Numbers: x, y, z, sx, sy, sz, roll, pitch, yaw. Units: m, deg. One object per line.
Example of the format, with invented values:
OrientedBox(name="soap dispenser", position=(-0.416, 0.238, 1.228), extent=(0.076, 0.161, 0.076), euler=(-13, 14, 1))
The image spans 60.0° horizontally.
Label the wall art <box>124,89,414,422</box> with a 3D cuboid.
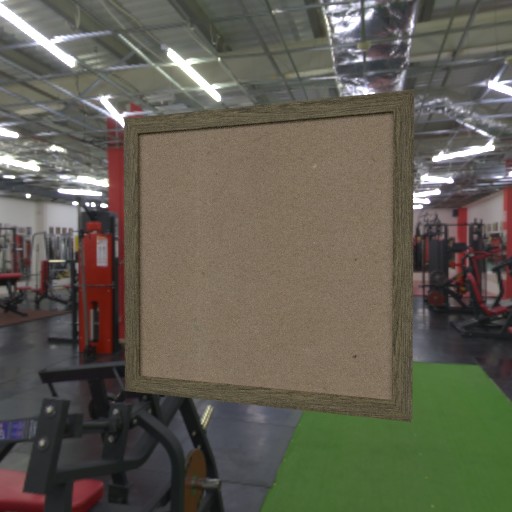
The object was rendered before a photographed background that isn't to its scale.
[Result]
OrientedBox(name="wall art", position=(0.000, 0.000, 0.761), extent=(0.508, 0.508, 0.019), euler=(0, 1, 17))
